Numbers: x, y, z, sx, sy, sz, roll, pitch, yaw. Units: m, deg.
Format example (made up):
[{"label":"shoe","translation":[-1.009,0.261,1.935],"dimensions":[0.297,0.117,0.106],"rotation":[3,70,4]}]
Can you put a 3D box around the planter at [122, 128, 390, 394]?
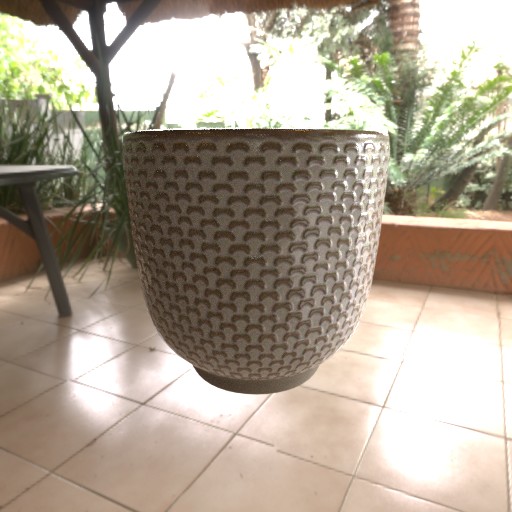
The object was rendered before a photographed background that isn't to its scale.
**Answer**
[{"label":"planter","translation":[0.000,0.000,0.358],"dimensions":[0.197,0.191,0.197],"rotation":[0,13,0]}]
